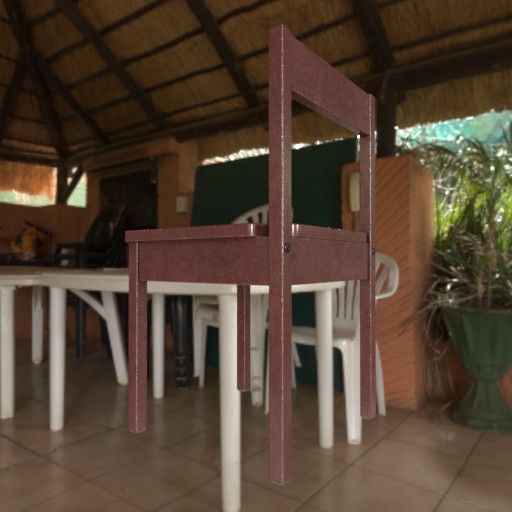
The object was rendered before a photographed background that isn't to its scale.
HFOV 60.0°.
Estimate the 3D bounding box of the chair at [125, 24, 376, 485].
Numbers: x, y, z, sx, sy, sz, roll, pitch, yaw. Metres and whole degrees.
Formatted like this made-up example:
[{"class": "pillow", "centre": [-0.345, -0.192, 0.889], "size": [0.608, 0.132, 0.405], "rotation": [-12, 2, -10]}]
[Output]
[{"class": "chair", "centre": [0.000, 0.000, 0.887], "size": [0.361, 0.668, 0.367], "rotation": [-1, -1, 36]}]
